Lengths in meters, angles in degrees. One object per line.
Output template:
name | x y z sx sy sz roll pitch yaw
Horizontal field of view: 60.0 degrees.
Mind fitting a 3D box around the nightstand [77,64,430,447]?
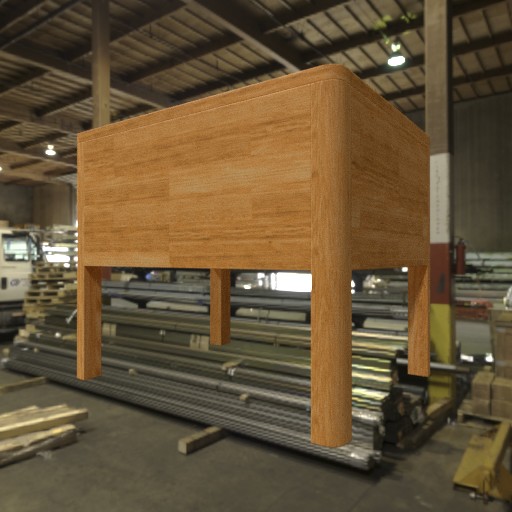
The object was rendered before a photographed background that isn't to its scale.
nightstand | 0.000 0.000 0.876 0.560 0.470 0.440 0 0 36
